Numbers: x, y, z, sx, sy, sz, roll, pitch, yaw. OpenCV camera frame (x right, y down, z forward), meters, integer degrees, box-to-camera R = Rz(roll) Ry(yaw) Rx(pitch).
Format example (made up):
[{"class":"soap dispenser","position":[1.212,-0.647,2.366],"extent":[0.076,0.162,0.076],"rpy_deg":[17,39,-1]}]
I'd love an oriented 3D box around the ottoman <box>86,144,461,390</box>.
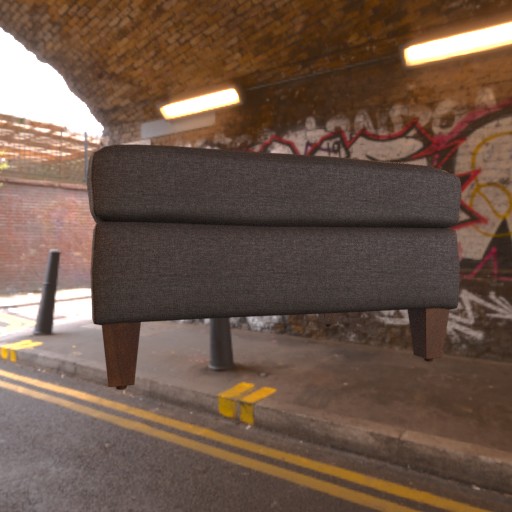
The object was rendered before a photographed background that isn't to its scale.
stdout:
[{"class":"ottoman","position":[0.000,0.000,1.191],"extent":[0.826,0.496,0.639],"rpy_deg":[0,1,-18]}]
